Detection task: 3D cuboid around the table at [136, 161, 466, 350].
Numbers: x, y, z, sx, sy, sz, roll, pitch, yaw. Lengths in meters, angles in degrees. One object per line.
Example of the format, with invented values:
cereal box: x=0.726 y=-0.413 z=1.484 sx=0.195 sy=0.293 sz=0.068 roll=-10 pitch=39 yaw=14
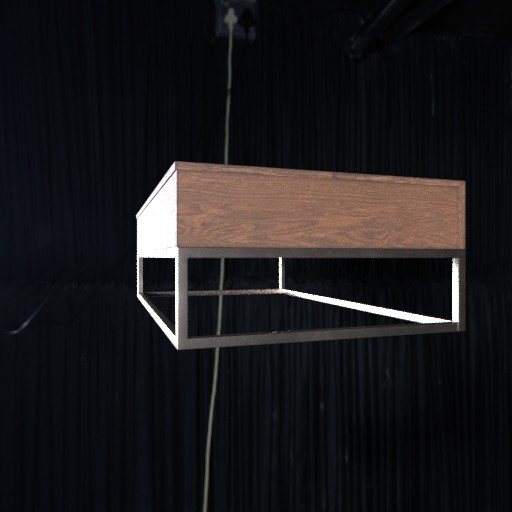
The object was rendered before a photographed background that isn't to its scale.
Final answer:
table: x=0.000 y=0.000 z=1.514 sx=0.719 sy=0.361 sz=1.167 roll=0 pitch=0 yaw=-19
